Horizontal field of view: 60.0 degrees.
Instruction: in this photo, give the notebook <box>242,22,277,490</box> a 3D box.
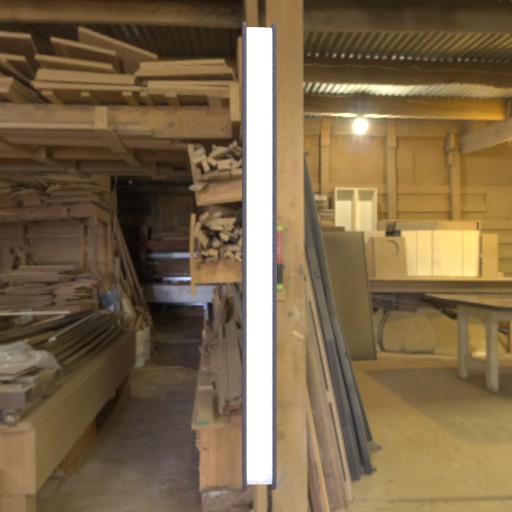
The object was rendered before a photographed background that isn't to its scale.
[{"bbox_3d":[0.000,0.000,0.258,0.016,0.213,0.127,0,0,-1],"label":"notebook"}]
